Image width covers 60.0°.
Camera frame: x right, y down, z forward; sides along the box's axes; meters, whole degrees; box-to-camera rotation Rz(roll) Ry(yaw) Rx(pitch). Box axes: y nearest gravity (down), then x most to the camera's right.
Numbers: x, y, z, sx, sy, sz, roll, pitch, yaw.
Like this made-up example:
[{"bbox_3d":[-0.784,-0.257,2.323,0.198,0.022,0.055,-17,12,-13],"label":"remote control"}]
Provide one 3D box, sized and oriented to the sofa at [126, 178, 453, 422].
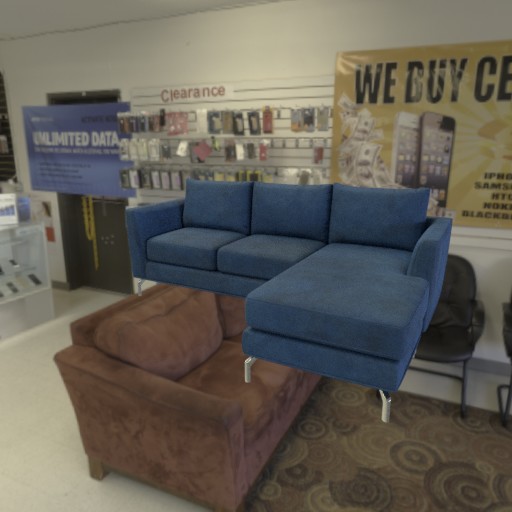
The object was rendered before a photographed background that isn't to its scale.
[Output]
[{"bbox_3d":[0.000,0.000,3.200,2.438,0.987,1.622,8,17,27],"label":"sofa"}]
